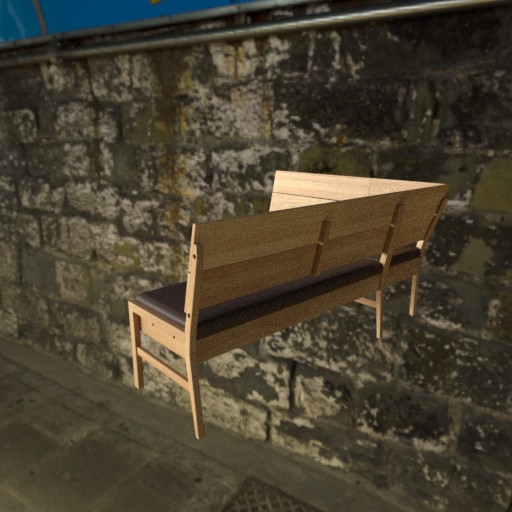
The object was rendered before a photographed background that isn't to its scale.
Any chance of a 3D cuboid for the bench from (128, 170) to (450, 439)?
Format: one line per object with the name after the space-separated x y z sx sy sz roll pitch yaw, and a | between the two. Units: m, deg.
0.000 0.000 2.824 1.975 0.890 1.549 -14 20 -42 | bench
